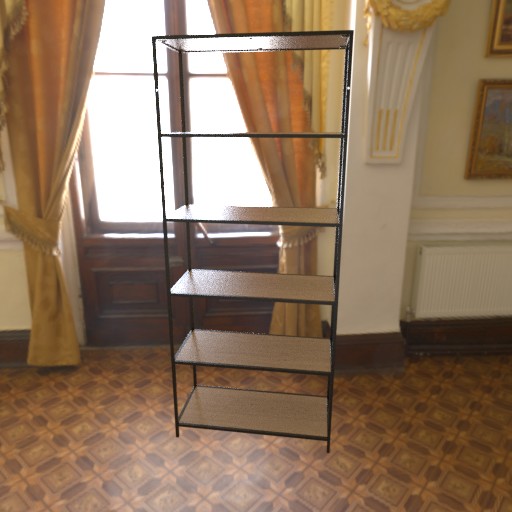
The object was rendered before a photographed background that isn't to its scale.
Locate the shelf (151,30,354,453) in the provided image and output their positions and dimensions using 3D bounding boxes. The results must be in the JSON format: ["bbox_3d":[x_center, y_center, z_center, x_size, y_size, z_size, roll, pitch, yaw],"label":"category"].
[{"bbox_3d":[0.000,0.000,2.093,0.770,1.850,0.350,2,17,8],"label":"shelf"}]
